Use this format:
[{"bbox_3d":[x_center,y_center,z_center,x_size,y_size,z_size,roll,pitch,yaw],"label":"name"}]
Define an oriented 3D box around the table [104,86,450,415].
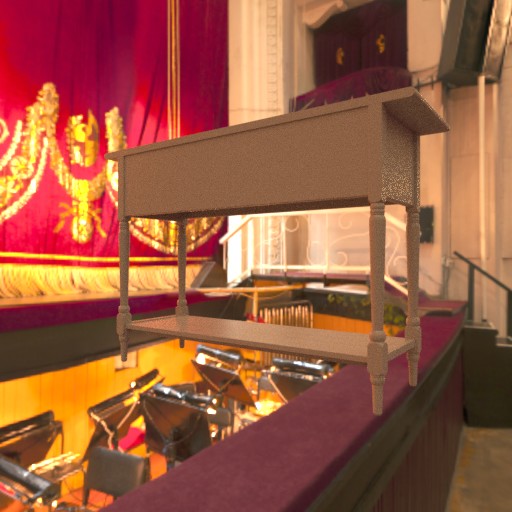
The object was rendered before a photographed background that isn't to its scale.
[{"bbox_3d":[0.000,0.000,1.555,1.197,0.808,0.384,0,0,35],"label":"table"}]
